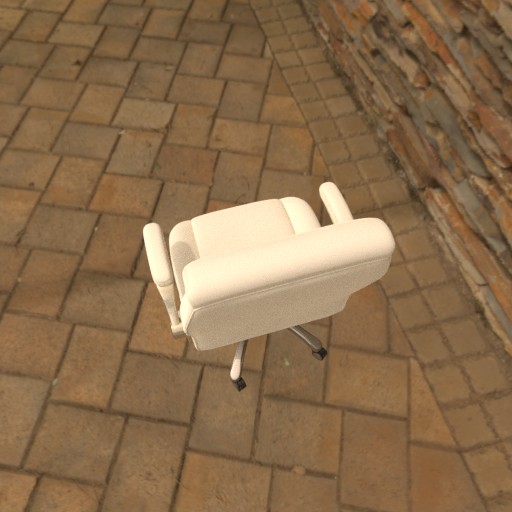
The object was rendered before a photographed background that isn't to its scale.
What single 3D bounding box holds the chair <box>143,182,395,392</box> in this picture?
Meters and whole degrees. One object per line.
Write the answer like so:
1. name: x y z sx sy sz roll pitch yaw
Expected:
1. chair: 0.000 0.000 1.634 0.740 1.110 0.794 -17 60 -10
